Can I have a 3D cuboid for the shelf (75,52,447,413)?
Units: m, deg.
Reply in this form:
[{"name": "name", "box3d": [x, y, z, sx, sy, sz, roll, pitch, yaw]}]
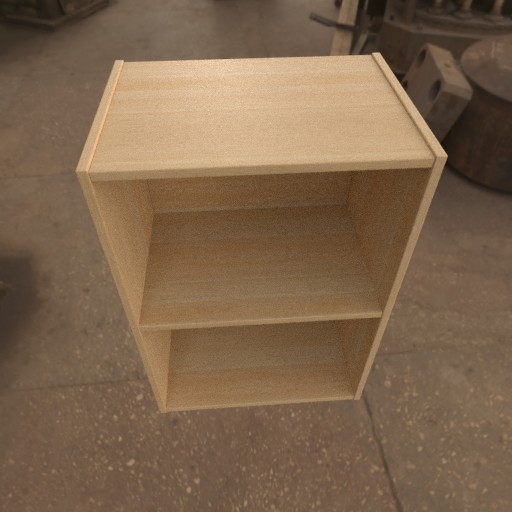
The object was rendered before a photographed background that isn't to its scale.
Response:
[{"name": "shelf", "box3d": [0.000, 0.000, 0.799, 0.414, 0.592, 0.290, -3, 46, -3]}]
